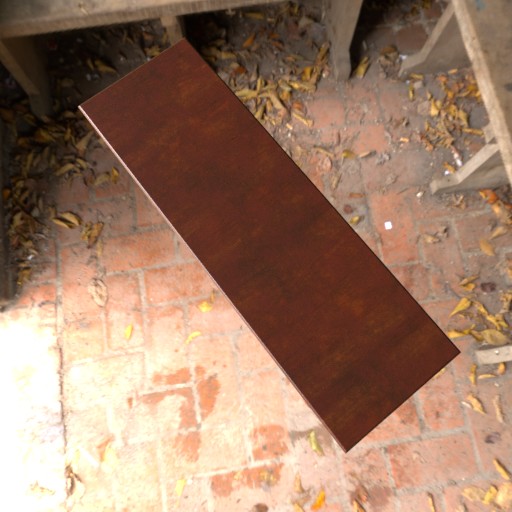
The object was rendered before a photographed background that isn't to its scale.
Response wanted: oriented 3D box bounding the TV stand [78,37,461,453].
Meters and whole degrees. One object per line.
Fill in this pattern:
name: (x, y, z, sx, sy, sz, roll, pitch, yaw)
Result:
TV stand: (0.000, 0.000, 1.826, 0.445, 0.915, 1.372, -37, 79, -9)
